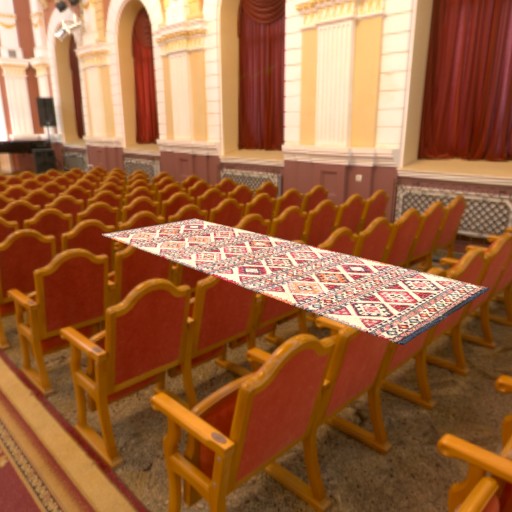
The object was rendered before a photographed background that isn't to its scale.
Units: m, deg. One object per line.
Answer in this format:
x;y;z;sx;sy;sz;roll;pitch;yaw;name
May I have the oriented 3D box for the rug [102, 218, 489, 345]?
0.000;0.000;2.656;0.832;0.008;2.362;-15;22;-42;rug
